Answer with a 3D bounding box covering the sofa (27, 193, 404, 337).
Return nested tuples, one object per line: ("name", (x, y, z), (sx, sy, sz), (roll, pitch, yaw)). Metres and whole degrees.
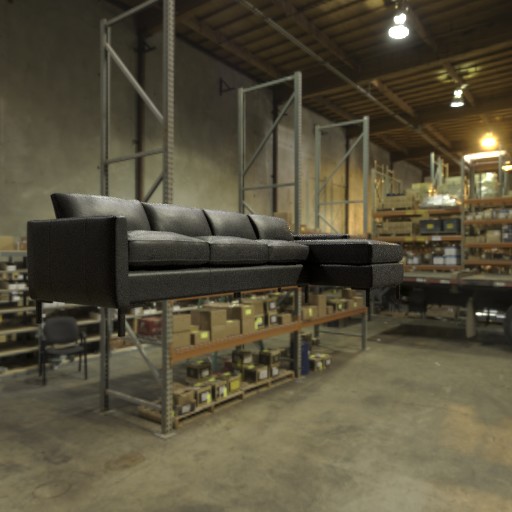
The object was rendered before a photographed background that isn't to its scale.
("sofa", (0.000, 0.000, 3.586), (1.471, 0.859, 2.993), (0, 0, 36))
